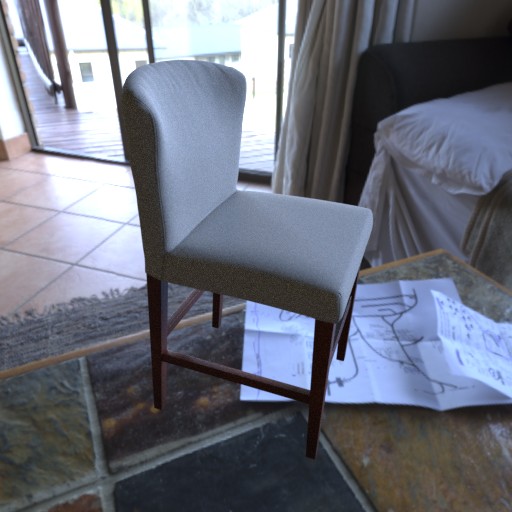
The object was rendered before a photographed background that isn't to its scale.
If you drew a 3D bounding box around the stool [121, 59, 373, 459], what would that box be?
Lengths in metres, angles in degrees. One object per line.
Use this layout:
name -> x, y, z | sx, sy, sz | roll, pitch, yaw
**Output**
stool -> 0.000, 0.000, 1.232 | 0.568, 0.968, 0.479 | 11, 33, 18
